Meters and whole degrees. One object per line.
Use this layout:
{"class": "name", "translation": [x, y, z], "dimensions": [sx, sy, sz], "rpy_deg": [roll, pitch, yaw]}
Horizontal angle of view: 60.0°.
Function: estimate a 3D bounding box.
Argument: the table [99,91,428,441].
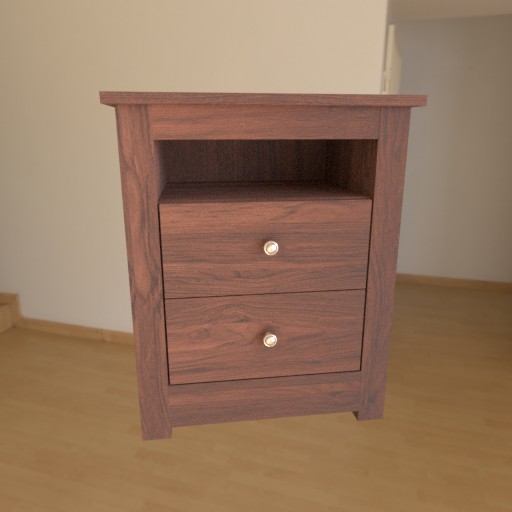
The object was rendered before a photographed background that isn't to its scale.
{"class": "table", "translation": [0.000, 0.000, 1.071], "dimensions": [0.589, 0.711, 0.406], "rpy_deg": [-2, 16, -8]}
